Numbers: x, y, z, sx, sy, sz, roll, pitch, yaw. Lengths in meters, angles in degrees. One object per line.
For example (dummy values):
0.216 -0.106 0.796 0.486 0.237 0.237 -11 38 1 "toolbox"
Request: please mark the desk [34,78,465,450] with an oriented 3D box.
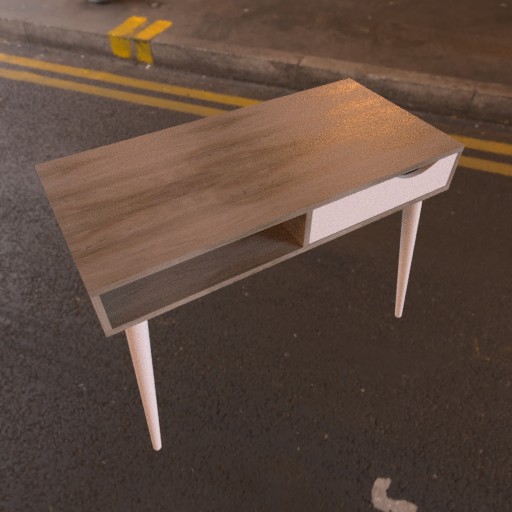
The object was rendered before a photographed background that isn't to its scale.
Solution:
0.000 0.000 1.371 0.979 0.723 0.491 -23 50 -21 "desk"
